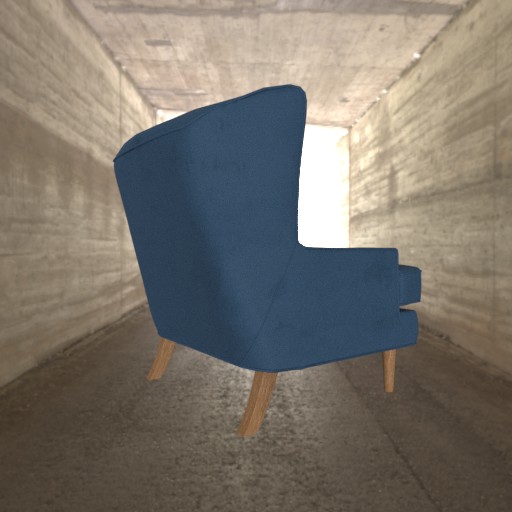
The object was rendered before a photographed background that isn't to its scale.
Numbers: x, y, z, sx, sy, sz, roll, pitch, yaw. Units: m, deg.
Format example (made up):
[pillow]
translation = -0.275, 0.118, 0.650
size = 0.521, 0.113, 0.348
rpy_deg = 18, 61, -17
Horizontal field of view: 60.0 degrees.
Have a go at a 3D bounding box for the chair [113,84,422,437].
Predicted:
[chair]
translation = 0.000, 0.000, 1.608
size = 0.910, 0.952, 0.793
rpy_deg = -1, 1, -36
